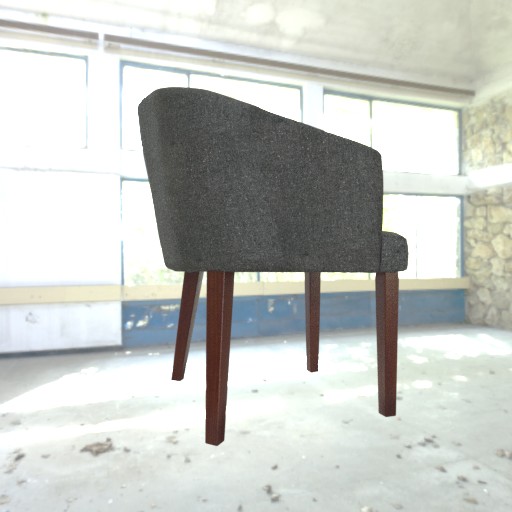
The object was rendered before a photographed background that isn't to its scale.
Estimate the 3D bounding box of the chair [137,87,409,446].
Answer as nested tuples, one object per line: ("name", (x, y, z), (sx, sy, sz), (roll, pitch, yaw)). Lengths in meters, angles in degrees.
("chair", (0.000, 0.000, 1.261), (0.655, 0.811, 0.583), (0, 0, -18))
